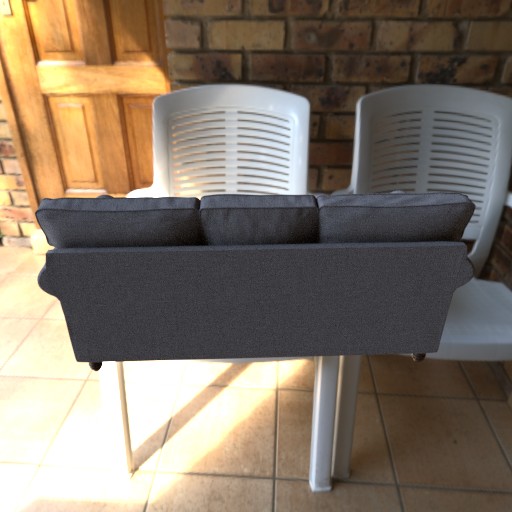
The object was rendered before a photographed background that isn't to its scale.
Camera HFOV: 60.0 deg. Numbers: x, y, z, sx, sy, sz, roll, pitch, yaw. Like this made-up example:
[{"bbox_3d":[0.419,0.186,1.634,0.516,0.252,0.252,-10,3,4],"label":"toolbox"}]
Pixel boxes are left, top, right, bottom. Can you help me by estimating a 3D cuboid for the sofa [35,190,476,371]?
[{"bbox_3d":[0.000,0.000,2.541,2.084,0.961,0.916,-1,29,-2],"label":"sofa"}]
